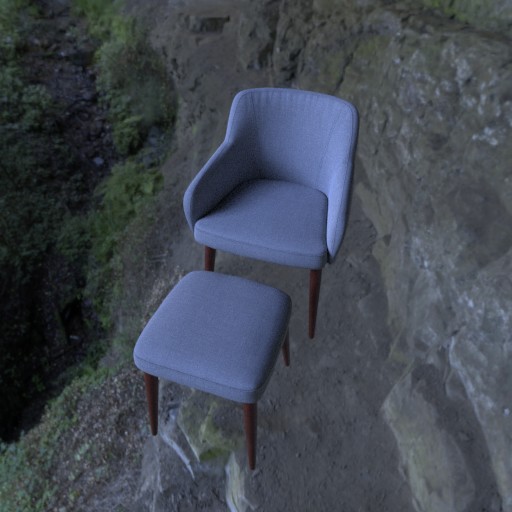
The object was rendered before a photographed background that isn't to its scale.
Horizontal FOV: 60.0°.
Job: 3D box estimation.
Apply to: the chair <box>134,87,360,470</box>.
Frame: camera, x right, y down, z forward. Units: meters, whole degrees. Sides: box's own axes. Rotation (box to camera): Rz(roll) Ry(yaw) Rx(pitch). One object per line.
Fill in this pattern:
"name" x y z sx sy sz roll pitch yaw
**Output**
"chair" 0.000 0.000 1.576 0.584 0.799 1.107 13 43 14
